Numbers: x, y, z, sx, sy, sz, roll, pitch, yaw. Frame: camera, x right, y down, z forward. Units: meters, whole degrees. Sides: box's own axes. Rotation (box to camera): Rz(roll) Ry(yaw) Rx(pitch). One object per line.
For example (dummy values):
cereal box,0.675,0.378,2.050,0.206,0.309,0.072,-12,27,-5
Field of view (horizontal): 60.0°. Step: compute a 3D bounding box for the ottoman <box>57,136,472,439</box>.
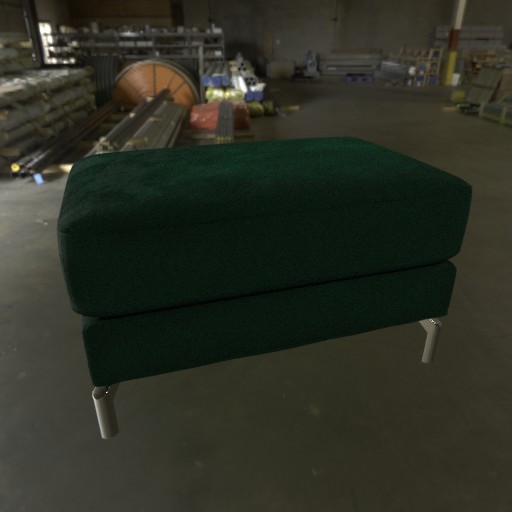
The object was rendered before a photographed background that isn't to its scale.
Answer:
ottoman,0.000,0.000,1.181,0.886,0.533,0.536,-8,28,-16
